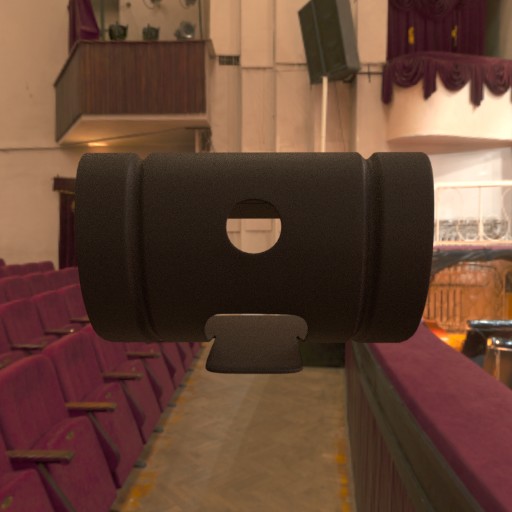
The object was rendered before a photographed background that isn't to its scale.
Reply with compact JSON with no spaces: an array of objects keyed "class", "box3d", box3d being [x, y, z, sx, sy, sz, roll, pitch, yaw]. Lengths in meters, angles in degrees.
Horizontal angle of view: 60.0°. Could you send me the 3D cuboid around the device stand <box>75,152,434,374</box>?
[{"class":"device stand","box3d":[0.000,0.000,0.408,0.256,0.155,0.236,0,2,1]}]
